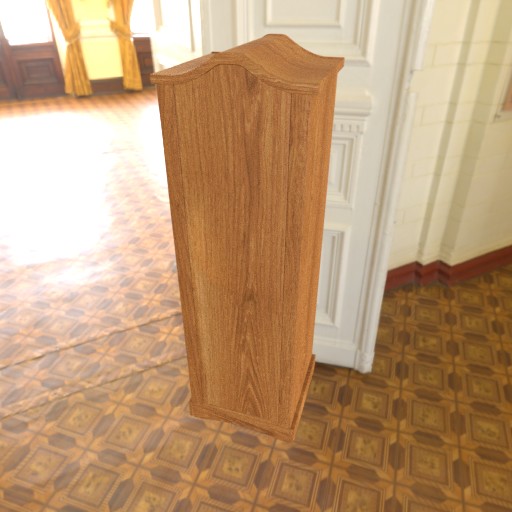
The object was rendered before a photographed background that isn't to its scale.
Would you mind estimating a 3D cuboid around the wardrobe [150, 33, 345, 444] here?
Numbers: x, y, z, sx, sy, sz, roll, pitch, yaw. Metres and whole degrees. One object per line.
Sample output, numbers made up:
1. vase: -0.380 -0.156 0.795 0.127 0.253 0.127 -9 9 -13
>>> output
1. wardrobe: 0.000 0.000 2.133 0.590 1.870 0.570 10 33 15
